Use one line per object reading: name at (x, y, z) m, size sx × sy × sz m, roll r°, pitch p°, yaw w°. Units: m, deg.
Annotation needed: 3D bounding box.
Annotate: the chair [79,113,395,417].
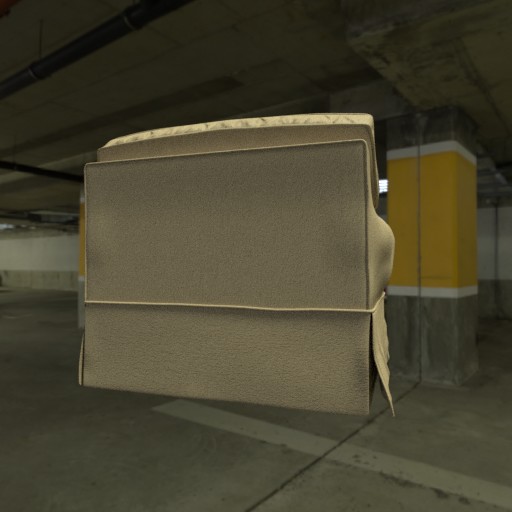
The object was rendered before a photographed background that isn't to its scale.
chair at (0.000, 0.000, 1.819) m, size 1.096 × 0.937 × 0.903 m, roll 0°, pitch -1°, yaw 18°
